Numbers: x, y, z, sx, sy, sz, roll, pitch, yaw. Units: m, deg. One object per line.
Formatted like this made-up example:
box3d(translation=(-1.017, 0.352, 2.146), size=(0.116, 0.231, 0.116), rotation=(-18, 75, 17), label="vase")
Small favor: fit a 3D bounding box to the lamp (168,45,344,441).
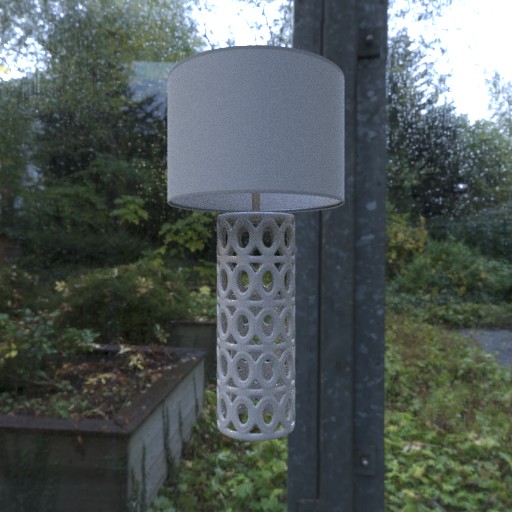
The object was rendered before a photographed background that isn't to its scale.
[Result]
box3d(translation=(0.000, 0.000, 0.830), size=(0.324, 0.636, 0.325), rotation=(0, 0, 19), label="lamp")
